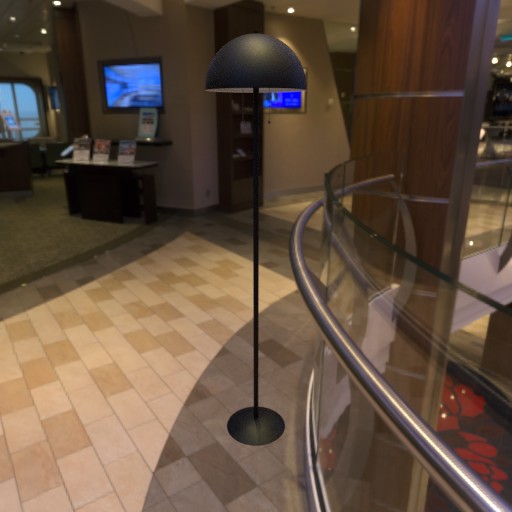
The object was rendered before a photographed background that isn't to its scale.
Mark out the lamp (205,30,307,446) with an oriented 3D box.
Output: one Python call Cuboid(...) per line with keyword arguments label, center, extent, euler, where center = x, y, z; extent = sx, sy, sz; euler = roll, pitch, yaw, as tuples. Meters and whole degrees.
Cuboid(label="lamp", center=(0.000, 0.000, 1.615), extent=(0.328, 1.480, 0.328), euler=(3, 18, 8))
